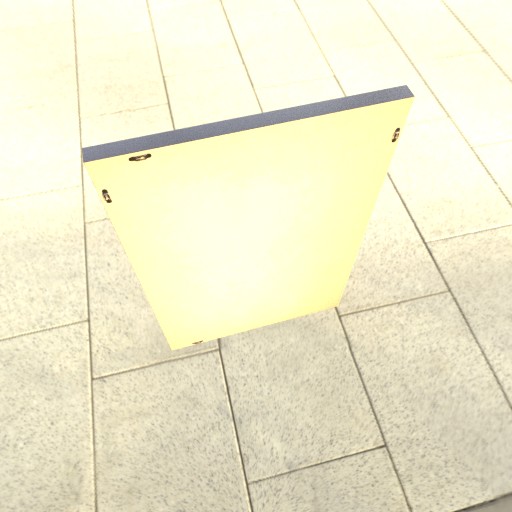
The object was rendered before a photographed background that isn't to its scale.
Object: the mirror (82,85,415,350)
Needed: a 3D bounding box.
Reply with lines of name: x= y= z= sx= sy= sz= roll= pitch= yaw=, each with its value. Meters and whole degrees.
mirror: x=0.000 y=0.000 z=1.182 sx=0.609 sy=0.915 sz=0.041 roll=-14 pitch=59 yaw=-8
